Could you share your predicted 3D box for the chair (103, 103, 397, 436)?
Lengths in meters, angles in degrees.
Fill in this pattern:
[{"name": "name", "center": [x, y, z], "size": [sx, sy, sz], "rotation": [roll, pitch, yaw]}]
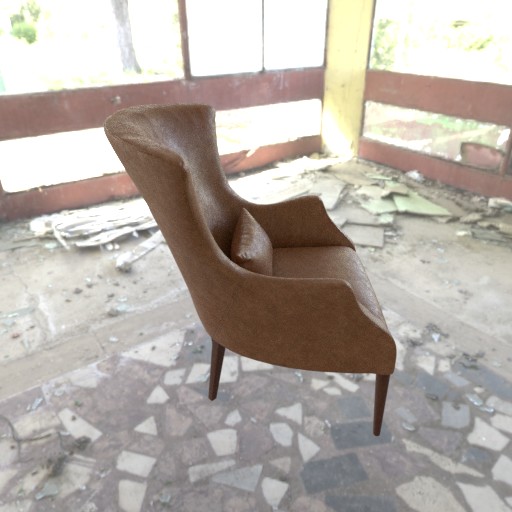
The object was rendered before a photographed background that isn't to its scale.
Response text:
[{"name": "chair", "center": [0.000, 0.000, 1.711], "size": [0.955, 1.067, 0.846], "rotation": [0, 28, 0]}]
